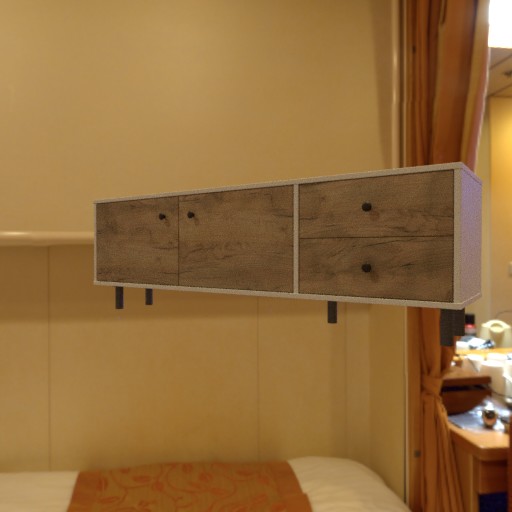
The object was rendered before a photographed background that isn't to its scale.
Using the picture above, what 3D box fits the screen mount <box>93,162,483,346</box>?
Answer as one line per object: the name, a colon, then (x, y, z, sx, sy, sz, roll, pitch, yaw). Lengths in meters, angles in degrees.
screen mount: (0.000, 0.000, 1.804, 1.600, 0.520, 0.418, 0, 1, 34)
